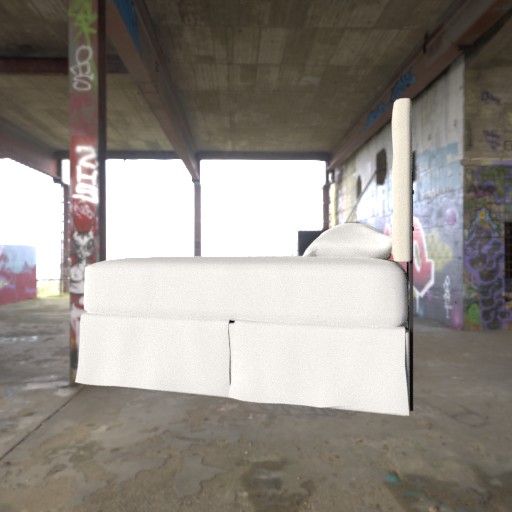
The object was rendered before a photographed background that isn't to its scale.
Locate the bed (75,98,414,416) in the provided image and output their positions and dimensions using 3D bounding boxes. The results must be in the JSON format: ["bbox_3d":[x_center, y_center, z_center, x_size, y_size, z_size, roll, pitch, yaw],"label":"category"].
[{"bbox_3d":[0.000,0.000,3.015,1.997,1.571,1.261,0,0,18],"label":"bed"}]
